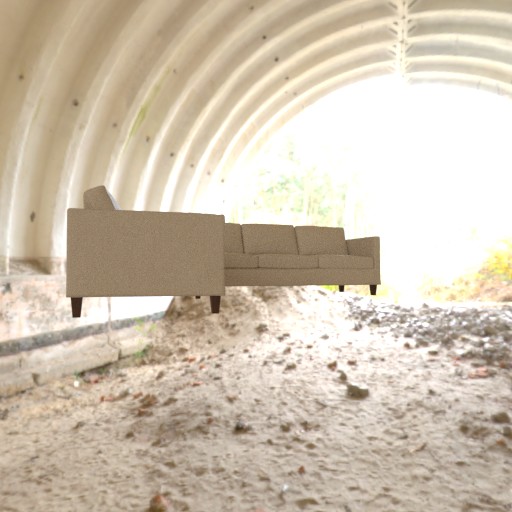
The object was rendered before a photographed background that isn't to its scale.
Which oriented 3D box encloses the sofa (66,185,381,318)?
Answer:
[{"bbox_3d":[0.000,0.000,4.344,3.182,0.863,2.432,1,-2,-17],"label":"sofa"}]
